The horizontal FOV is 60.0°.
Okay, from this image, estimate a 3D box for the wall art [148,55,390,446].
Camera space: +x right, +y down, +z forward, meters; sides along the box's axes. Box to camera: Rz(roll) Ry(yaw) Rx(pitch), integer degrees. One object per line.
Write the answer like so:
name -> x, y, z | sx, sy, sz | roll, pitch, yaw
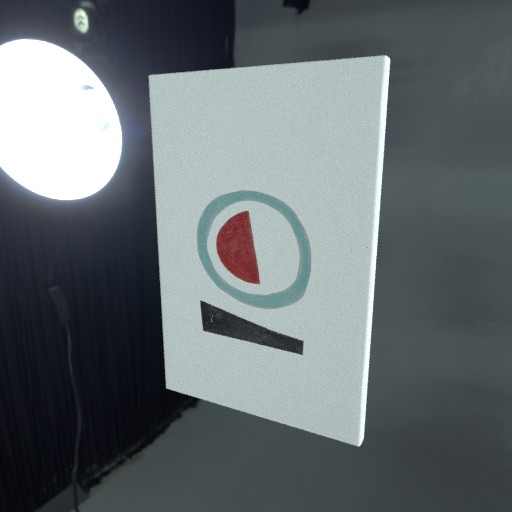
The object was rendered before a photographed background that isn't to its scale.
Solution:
wall art -> 0.000, 0.000, 1.139 | 0.602, 0.902, 0.048 | 7, 16, 26
